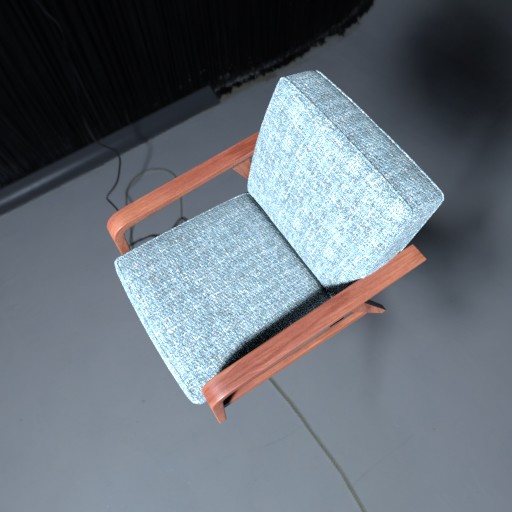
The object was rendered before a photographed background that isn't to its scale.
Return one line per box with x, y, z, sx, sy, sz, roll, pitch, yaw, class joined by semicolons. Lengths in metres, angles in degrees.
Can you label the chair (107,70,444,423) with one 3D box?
0.000;0.000;1.538;0.889;0.864;0.719;-30;67;-14;chair
